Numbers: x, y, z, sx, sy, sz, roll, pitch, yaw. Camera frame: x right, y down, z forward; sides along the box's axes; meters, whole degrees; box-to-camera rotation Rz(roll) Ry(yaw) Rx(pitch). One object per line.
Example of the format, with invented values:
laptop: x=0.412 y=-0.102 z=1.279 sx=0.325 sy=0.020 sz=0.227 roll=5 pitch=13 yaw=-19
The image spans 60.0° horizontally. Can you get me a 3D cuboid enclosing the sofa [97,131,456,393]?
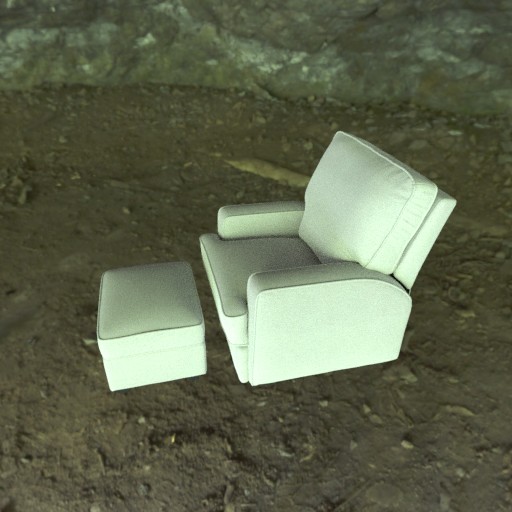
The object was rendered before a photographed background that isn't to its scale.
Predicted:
sofa: x=0.000 y=0.000 z=2.093 sx=1.472 sy=0.959 sz=0.861 roll=-7 pitch=31 yaw=-12
